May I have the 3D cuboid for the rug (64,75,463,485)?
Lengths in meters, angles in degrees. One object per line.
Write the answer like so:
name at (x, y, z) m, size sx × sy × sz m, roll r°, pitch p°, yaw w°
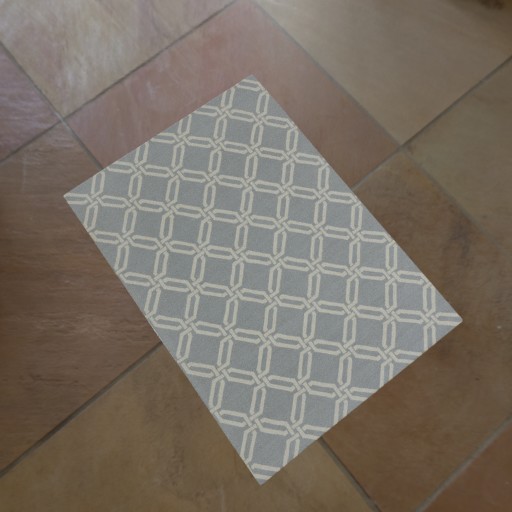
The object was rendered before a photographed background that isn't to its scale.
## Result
rug at (0.000, 0.000, 2.761) m, size 1.522 × 0.013 × 2.133 m, roll -36°, pitch 79°, yaw -8°
